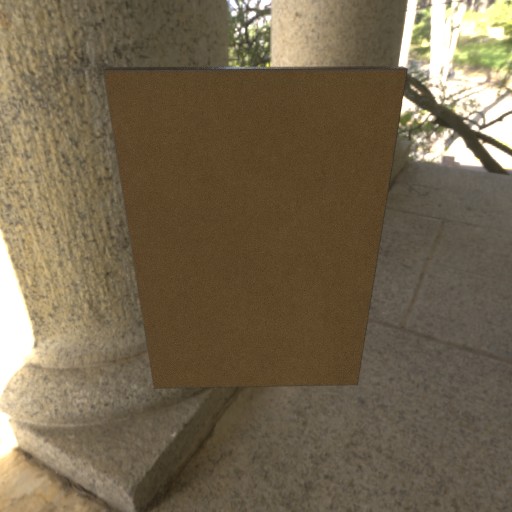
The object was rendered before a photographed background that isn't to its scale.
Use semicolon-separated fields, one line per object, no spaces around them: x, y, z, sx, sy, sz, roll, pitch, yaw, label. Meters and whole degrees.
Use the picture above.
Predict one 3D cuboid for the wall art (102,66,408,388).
0.000;0.000;0.577;0.314;0.455;0.019;-1;30;-1;wall art
